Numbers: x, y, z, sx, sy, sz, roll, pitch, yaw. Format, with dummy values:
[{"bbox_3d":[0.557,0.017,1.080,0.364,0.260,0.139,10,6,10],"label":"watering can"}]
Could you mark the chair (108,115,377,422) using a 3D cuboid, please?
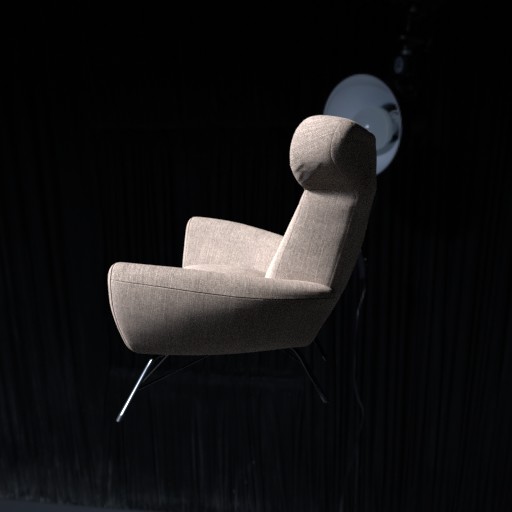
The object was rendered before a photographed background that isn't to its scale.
[{"bbox_3d":[0.000,0.000,1.792,0.900,1.040,0.980,2,15,8],"label":"chair"}]
